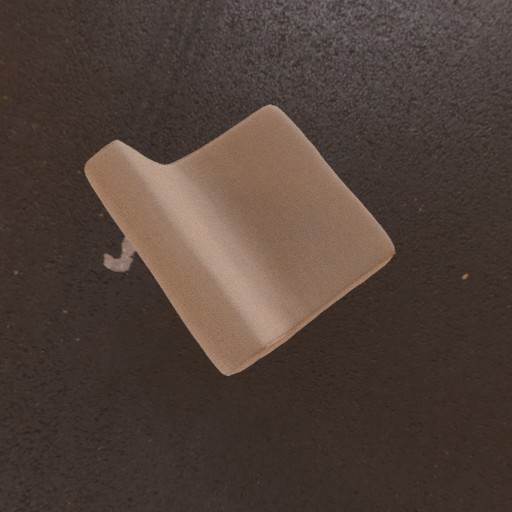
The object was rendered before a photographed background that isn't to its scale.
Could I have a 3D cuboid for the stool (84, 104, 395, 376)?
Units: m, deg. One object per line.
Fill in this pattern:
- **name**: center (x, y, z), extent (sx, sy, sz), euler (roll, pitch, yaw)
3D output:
- **stool**: center (0.000, 0.000, 1.336), extent (0.500, 1.037, 0.511), euler (-35, 79, -8)
